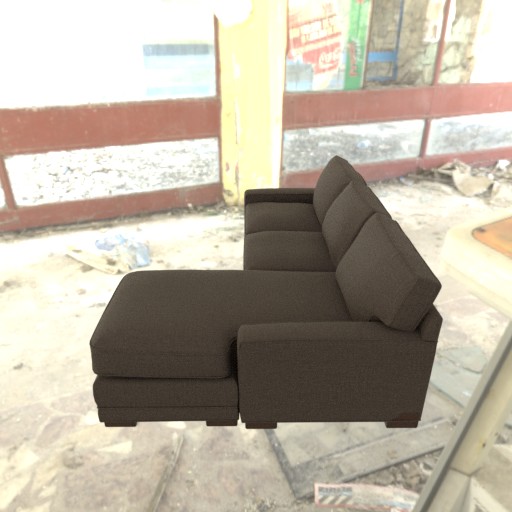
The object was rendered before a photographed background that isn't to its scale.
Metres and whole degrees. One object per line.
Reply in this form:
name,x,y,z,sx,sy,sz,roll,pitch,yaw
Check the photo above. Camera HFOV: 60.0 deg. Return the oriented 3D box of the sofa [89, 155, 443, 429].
sofa,0.000,0.000,3.276,1.790,0.973,2.370,0,27,0
